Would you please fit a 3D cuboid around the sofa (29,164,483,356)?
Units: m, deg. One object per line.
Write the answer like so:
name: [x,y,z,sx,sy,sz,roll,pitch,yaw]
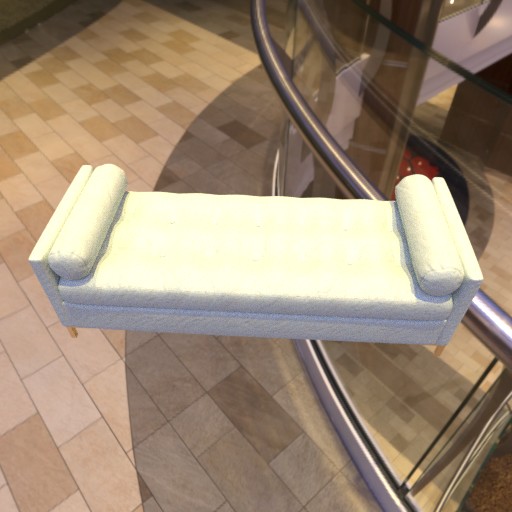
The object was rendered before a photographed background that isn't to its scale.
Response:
sofa: [0.000,0.000,2.476,2.102,0.705,0.796,2,46,2]
